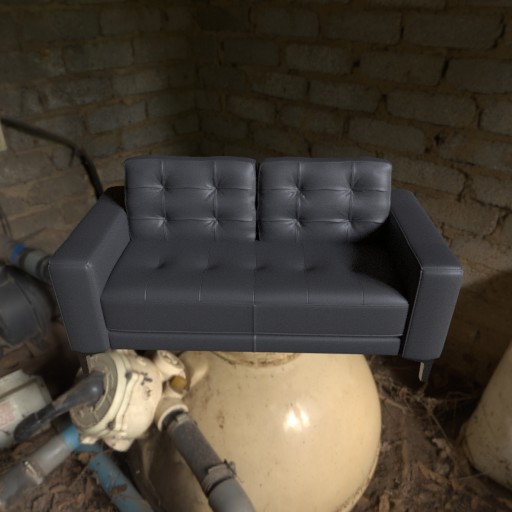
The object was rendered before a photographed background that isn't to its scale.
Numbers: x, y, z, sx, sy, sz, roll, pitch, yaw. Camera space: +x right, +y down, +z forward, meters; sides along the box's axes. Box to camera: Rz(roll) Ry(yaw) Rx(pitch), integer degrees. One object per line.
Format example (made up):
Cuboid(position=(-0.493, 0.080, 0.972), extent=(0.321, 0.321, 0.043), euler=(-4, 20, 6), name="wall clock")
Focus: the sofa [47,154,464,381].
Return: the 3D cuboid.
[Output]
Cuboid(position=(0.000, 0.000, 2.217), extent=(1.726, 0.893, 0.833), euler=(1, 31, 1), name="sofa")
